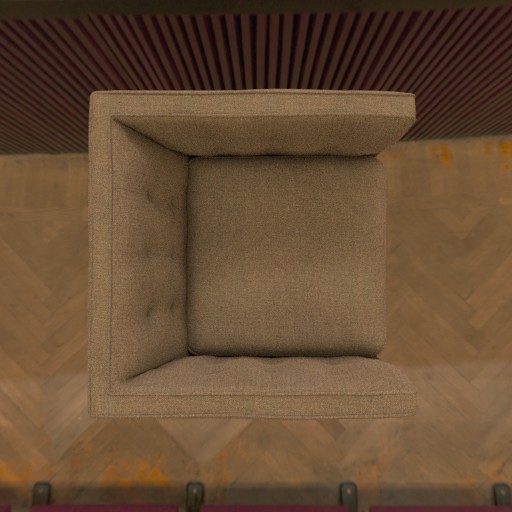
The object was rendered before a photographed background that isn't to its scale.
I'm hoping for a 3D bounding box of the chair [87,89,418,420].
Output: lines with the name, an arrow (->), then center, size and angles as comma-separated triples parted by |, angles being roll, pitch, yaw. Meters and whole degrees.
chair -> 0.000, 0.000, 1.581 | 0.912, 0.799, 0.920 | 0, 89, 1
